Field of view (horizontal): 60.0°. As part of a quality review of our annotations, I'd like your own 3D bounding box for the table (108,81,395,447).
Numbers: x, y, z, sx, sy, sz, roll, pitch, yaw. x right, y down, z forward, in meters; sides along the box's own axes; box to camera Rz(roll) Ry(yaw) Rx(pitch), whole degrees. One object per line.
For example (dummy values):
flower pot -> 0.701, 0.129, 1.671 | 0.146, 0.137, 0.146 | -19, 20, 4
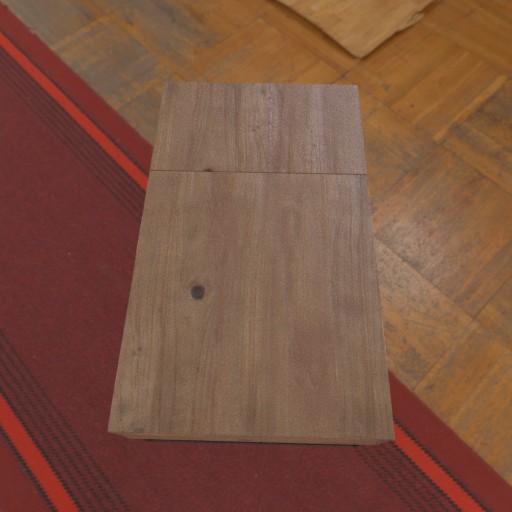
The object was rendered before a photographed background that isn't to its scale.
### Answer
table -> 0.000, 0.000, 1.421 | 0.655, 0.395, 1.101 | 1, 64, 1
